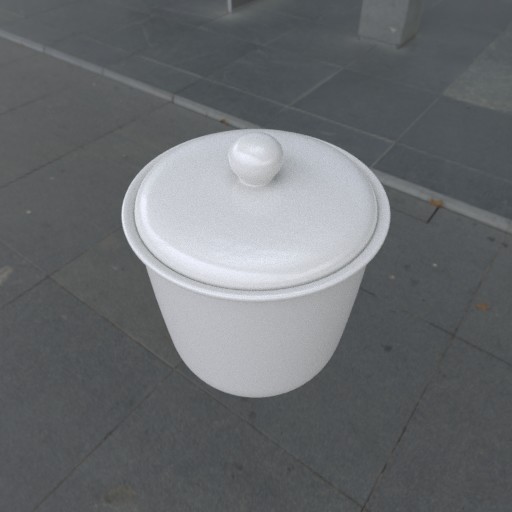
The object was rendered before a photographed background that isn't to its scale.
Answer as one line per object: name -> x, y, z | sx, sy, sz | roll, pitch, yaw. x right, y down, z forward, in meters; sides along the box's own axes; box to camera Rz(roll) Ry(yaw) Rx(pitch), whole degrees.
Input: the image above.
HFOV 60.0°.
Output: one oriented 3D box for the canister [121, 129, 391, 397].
canister -> 0.000, 0.000, 0.347 | 0.182, 0.208, 0.182 | 0, 45, 0
